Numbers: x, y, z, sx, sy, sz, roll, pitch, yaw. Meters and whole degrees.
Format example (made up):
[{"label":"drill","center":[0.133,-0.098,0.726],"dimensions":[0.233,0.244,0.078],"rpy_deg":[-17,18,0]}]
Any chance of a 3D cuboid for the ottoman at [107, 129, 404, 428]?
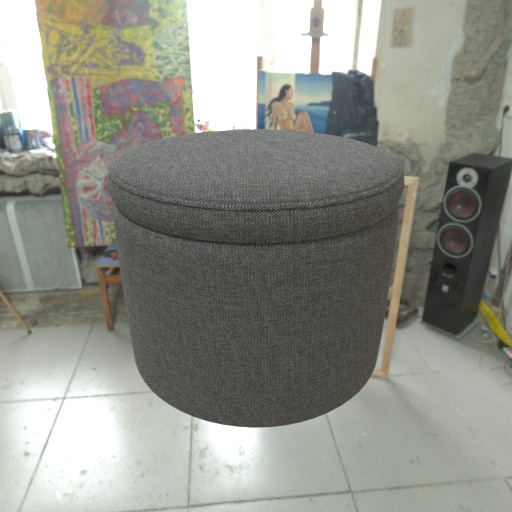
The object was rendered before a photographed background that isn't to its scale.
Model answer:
[{"label":"ottoman","center":[0.000,0.000,0.883],"dimensions":[0.520,0.430,0.520],"rpy_deg":[0,26,0]}]
